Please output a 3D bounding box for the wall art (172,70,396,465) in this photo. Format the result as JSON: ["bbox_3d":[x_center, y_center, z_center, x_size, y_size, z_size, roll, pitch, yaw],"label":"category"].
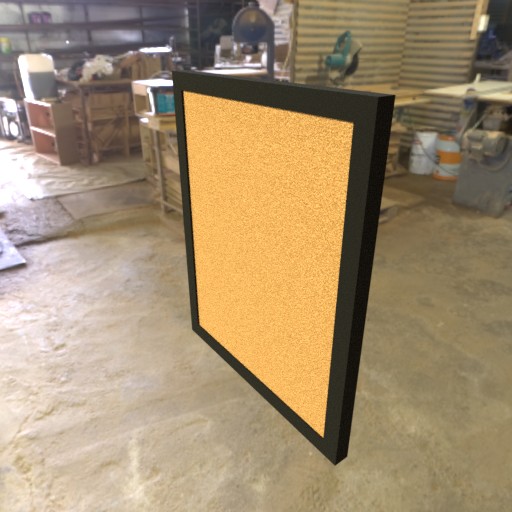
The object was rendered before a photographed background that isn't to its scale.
[{"bbox_3d":[0.000,0.000,0.754,0.029,0.559,0.457,-19,32,-33],"label":"wall art"}]
